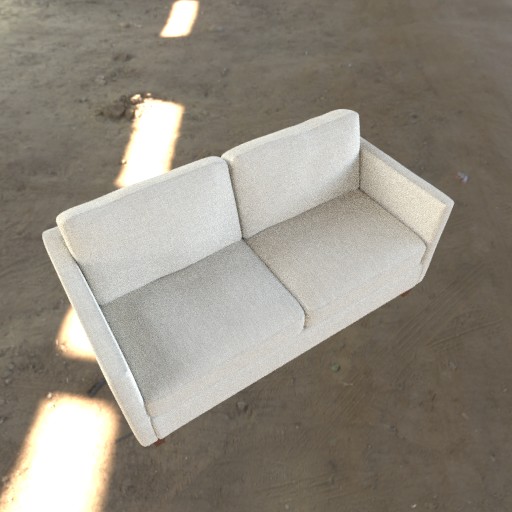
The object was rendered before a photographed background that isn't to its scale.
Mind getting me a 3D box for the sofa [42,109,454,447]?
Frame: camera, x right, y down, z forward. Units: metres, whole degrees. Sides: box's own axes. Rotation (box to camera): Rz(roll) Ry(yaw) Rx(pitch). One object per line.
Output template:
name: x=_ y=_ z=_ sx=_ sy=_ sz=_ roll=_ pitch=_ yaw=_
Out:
sofa: x=0.000 y=0.000 z=2.361 sx=1.838 sy=0.963 sz=0.950 roll=-26 pitch=52 yaw=-22
